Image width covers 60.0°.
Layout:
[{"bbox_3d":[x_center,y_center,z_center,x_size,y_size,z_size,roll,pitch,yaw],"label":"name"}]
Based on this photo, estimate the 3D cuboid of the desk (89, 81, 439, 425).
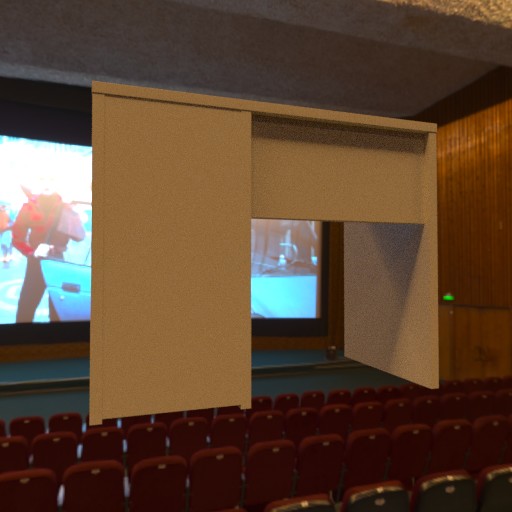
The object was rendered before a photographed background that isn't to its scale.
[{"bbox_3d":[0.000,0.000,1.306,0.898,0.730,0.482,0,-1,-19],"label":"desk"}]
